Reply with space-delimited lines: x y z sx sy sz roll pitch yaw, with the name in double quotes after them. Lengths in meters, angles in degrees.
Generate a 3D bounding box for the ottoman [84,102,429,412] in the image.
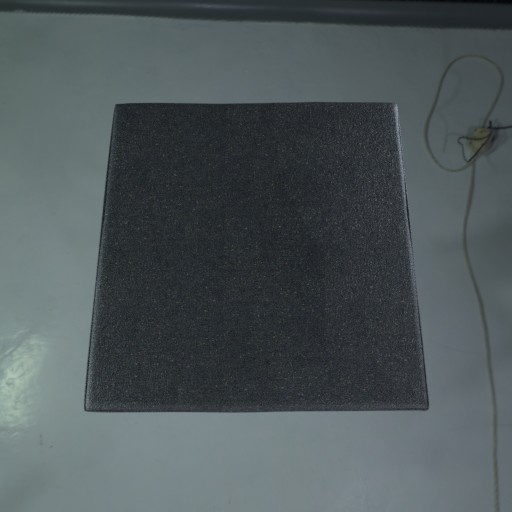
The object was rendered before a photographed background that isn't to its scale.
0.000 0.000 1.526 0.968 0.382 1.004 0 74 0 "ottoman"
